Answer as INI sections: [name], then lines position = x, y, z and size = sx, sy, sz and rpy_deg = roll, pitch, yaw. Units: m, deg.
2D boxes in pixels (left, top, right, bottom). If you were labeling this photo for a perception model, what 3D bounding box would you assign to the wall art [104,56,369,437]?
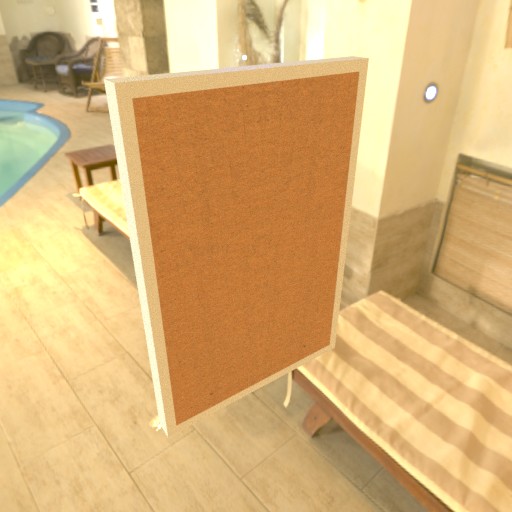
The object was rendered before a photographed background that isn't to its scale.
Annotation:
[wall art]
position = 0.000, 0.000, 0.541
size = 0.293, 0.428, 0.025
rpy_deg = -20, 35, -30
